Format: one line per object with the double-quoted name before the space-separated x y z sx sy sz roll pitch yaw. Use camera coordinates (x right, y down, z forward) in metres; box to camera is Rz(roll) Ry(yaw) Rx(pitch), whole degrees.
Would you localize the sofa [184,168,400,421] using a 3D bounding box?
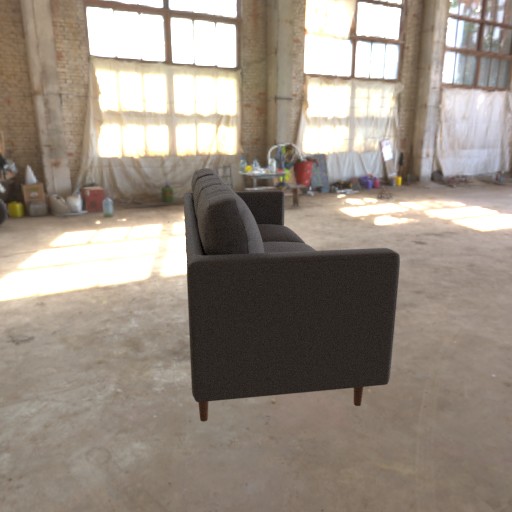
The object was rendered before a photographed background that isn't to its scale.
"sofa" 0.000 0.000 2.574 0.802 0.912 2.029 -2 15 -9
